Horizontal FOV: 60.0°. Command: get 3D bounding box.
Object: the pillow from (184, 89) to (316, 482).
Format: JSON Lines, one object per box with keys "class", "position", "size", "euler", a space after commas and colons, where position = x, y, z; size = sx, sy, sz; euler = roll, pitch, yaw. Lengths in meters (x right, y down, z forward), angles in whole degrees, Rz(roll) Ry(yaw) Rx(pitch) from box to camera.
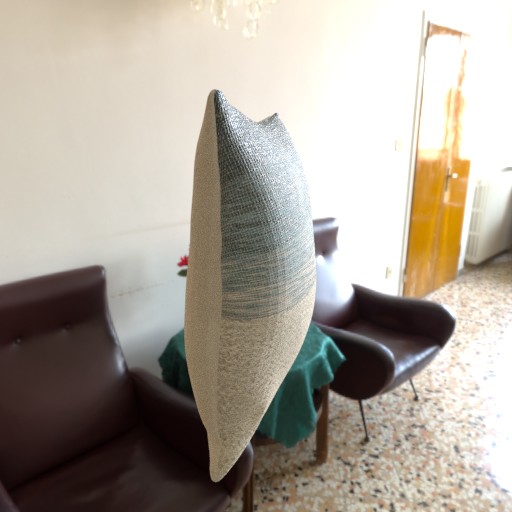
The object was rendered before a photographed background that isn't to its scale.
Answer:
{"class": "pillow", "position": [0.000, 0.000, 0.669], "size": [0.182, 0.441, 0.440], "euler": [3, 16, 10]}
